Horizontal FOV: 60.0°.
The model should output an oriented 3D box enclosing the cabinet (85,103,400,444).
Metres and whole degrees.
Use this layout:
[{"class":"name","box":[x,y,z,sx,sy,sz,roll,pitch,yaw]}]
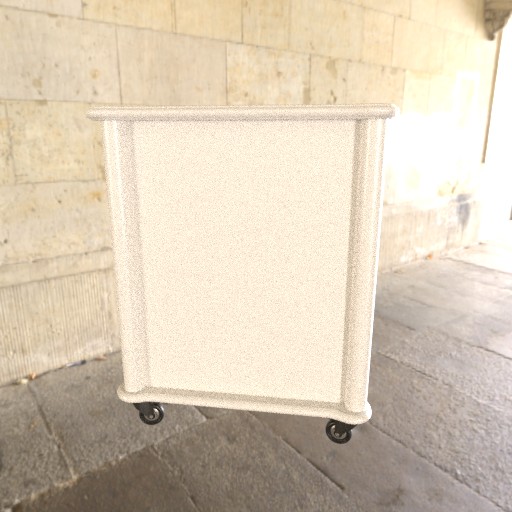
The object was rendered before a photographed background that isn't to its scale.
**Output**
[{"class":"cabinet","box":[0.000,0.000,1.229,0.627,0.761,0.628,2,16,8]}]
